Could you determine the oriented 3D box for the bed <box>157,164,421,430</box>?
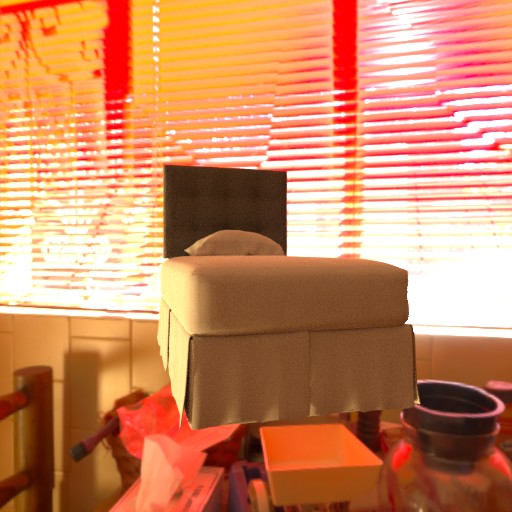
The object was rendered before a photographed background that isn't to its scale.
[{"bbox_3d":[0.000,0.000,3.079,1.261,1.571,1.997,0,1,-16],"label":"bed"}]
